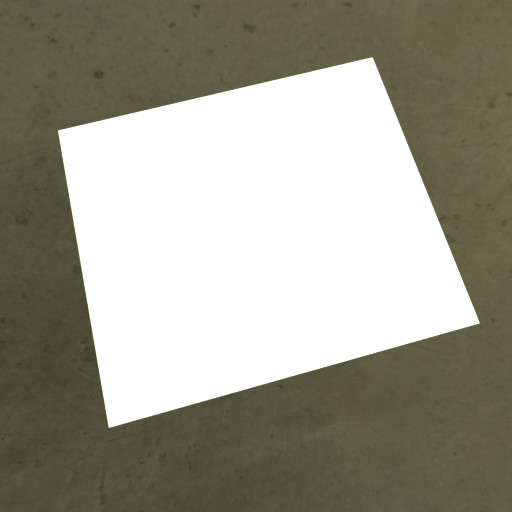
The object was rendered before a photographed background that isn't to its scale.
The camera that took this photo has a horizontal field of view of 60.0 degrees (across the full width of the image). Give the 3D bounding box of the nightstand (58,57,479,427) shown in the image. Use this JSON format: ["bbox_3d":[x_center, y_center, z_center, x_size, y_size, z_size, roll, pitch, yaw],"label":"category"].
[{"bbox_3d":[0.000,0.000,0.760,0.470,0.351,0.408,-15,75,-4],"label":"nightstand"}]
